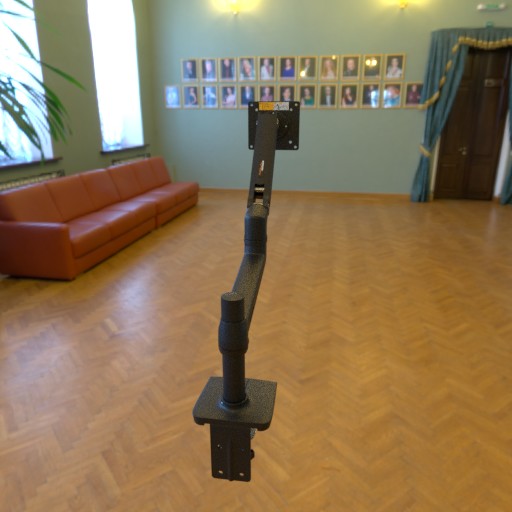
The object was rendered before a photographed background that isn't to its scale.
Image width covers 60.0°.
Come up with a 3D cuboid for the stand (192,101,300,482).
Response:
[{"bbox_3d":[0.000,0.000,1.050,0.152,0.713,0.650,3,18,8],"label":"stand"}]
